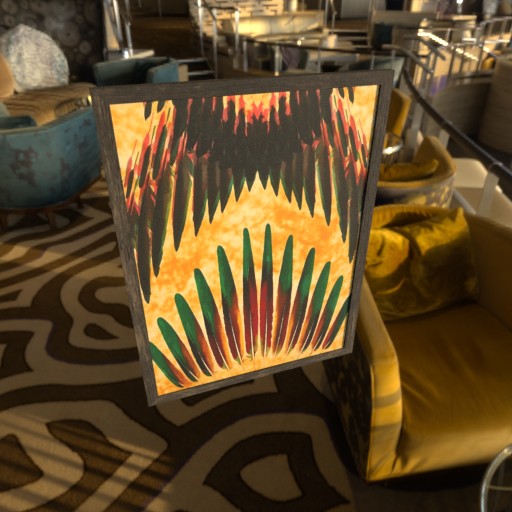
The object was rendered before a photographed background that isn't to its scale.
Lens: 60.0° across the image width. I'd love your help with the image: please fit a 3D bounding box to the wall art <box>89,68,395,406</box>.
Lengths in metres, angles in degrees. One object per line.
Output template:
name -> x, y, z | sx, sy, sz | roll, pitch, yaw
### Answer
wall art -> 0.000, 0.000, 1.410 | 0.812, 1.066, 0.029 | -10, 33, -16
